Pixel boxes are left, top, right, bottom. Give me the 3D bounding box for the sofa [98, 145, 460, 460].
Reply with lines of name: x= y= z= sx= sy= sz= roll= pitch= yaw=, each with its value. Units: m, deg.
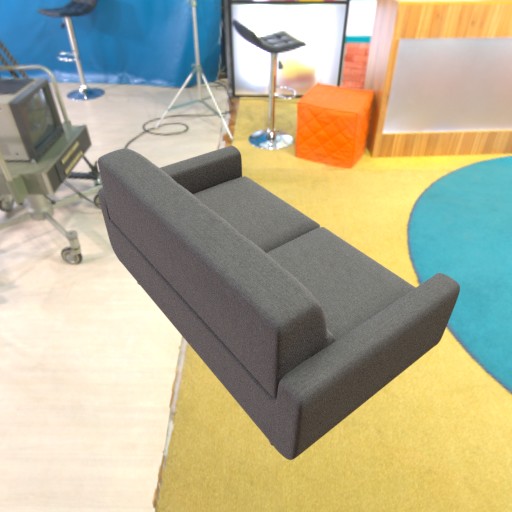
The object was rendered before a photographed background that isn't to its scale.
sofa: x=0.000 y=0.000 z=2.180 sx=0.909 sy=0.841 sz=1.631 roll=-26 pitch=46 yaw=-28
